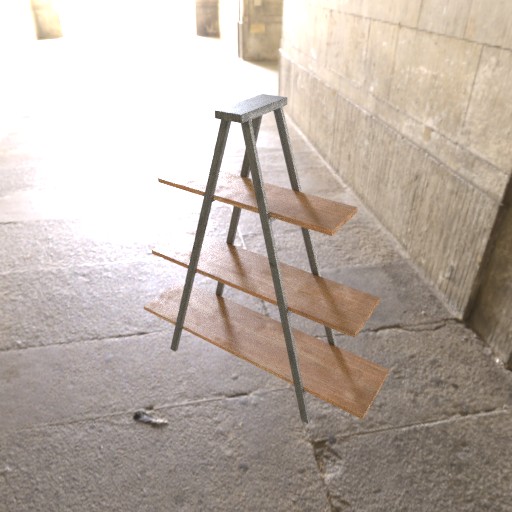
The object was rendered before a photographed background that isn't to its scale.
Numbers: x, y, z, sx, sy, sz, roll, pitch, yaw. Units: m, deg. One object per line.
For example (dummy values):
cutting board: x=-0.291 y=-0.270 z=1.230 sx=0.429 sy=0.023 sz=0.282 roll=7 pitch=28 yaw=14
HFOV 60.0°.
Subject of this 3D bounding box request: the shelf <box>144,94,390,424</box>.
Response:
shelf: x=0.000 y=0.000 z=2.703 sx=1.746 sy=1.808 sz=0.508 roll=20 pitch=38 yaw=28
